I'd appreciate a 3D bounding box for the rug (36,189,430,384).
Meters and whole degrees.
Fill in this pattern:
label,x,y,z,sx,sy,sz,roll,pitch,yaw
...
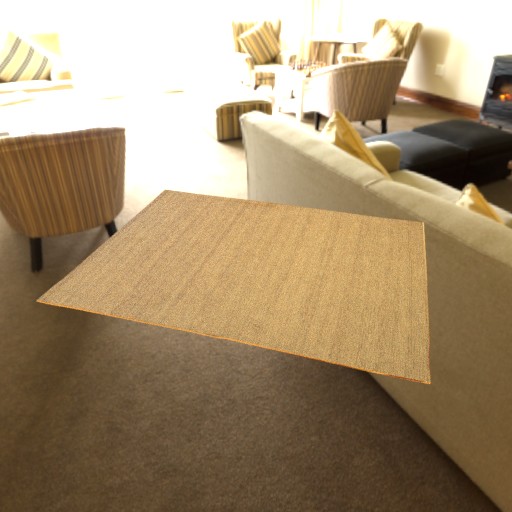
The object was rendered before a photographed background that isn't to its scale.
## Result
label,x,y,z,sx,sy,sz,roll,pitch,yaw
rug,0.000,0.000,4.357,3.202,0.045,2.434,9,33,14
